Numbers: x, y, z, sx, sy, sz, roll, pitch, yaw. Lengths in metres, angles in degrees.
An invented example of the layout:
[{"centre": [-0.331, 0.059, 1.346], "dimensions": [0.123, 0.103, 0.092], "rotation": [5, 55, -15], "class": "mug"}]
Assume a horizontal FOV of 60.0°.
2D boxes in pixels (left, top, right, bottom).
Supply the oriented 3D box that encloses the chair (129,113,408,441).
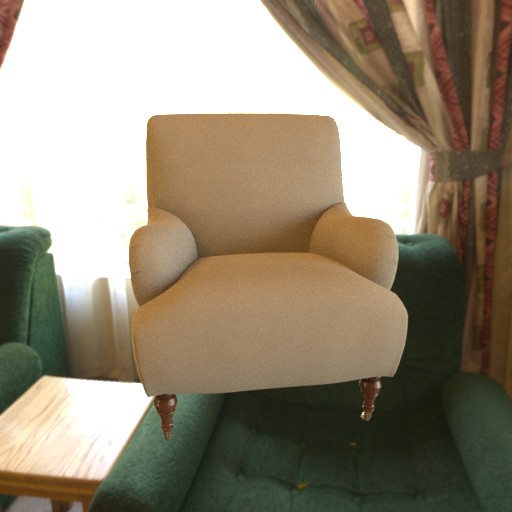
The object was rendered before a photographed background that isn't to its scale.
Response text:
[{"centre": [0.000, 0.000, 1.508], "dimensions": [0.766, 0.942, 0.842], "rotation": [-2, 17, -8], "class": "chair"}]
